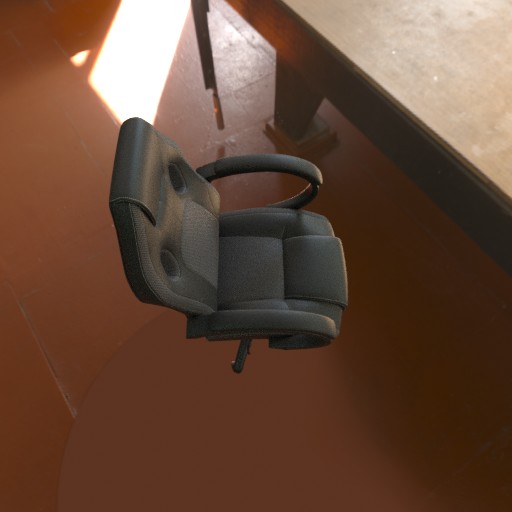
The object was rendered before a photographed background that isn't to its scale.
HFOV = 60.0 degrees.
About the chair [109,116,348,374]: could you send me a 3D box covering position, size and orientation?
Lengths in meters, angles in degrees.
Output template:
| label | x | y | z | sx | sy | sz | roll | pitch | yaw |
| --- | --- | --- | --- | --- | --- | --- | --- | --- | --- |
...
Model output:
| label | x | y | z | sx | sy | sz | roll | pitch | yaw |
| --- | --- | --- | --- | --- | --- | --- | --- | --- | --- |
| chair | 0.000 | 0.000 | 1.632 | 0.724 | 1.187 | 0.673 | -1 | 64 | 0 |
